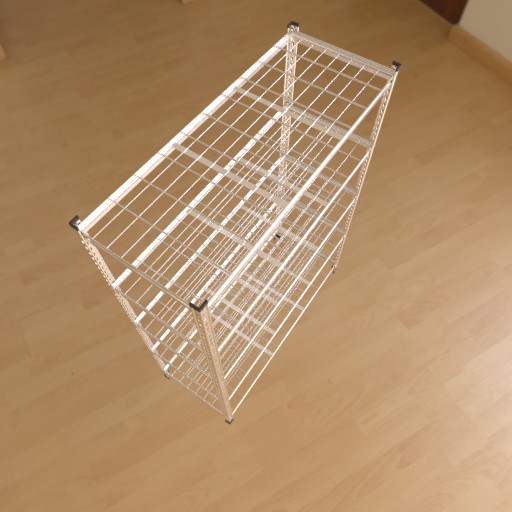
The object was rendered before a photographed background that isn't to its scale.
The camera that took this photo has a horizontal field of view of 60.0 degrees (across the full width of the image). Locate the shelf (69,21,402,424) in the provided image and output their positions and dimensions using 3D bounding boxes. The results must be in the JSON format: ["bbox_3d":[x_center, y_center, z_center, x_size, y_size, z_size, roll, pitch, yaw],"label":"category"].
[{"bbox_3d":[0.000,0.000,2.688,0.610,1.981,1.524,31,64,17],"label":"shelf"}]
